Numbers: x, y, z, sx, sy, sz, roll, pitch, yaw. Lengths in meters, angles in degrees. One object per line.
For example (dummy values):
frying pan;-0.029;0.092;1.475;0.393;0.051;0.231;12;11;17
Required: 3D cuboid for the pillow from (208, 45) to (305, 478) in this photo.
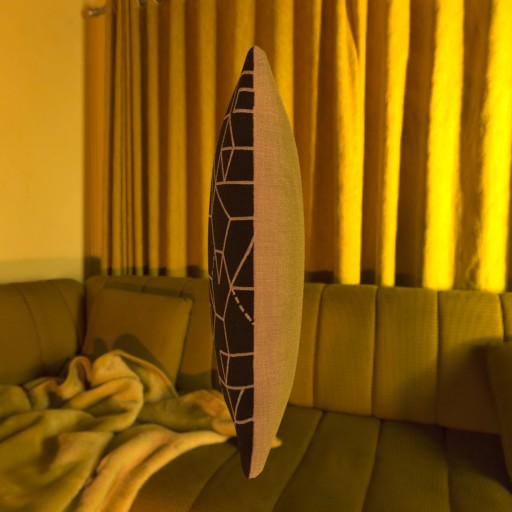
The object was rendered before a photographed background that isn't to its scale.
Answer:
pillow;0.000;0.000;0.768;0.158;0.508;0.517;0;3;0
